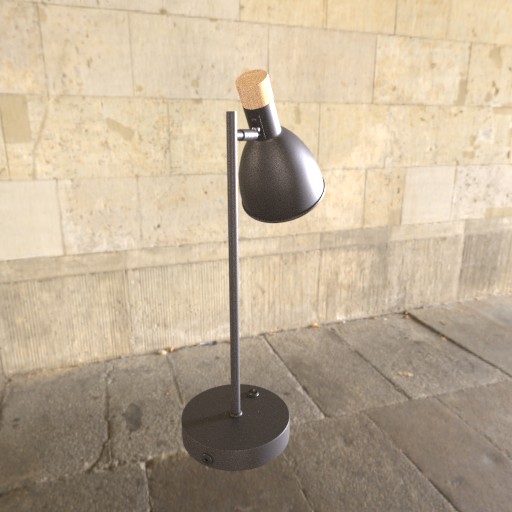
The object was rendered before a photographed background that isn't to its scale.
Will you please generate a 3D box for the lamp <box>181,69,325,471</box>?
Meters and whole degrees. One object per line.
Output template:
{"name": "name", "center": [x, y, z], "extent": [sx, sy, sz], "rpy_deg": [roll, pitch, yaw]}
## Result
{"name": "lamp", "center": [0.000, 0.000, 0.617], "extent": [0.152, 0.483, 0.287], "rpy_deg": [8, 18, 25]}
